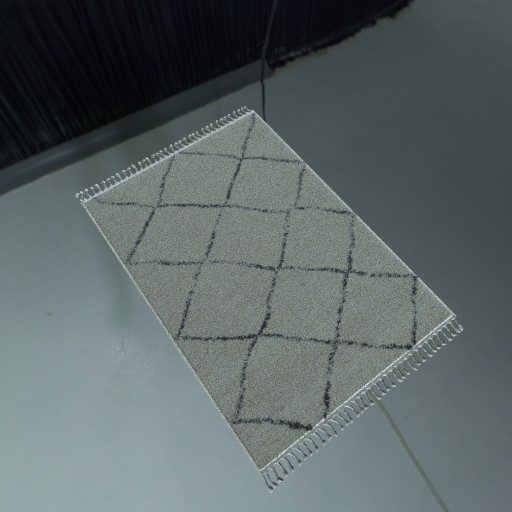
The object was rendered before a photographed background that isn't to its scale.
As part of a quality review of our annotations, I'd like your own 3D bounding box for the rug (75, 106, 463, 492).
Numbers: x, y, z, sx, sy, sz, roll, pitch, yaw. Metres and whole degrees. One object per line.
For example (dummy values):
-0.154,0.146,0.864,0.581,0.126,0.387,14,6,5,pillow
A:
0.000,0.000,2.905,1.494,0.031,2.307,-33,67,-16,rug
